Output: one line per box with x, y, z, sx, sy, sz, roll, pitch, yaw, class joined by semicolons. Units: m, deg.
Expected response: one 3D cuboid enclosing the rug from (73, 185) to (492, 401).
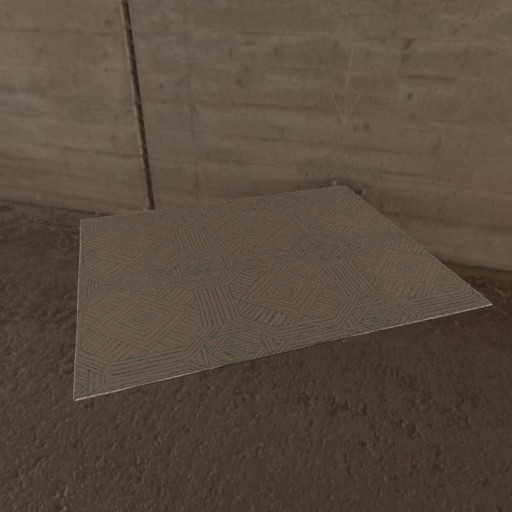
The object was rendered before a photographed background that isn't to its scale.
0.000;0.000;4.011;3.049;0.015;2.457;-9;33;-15;rug
